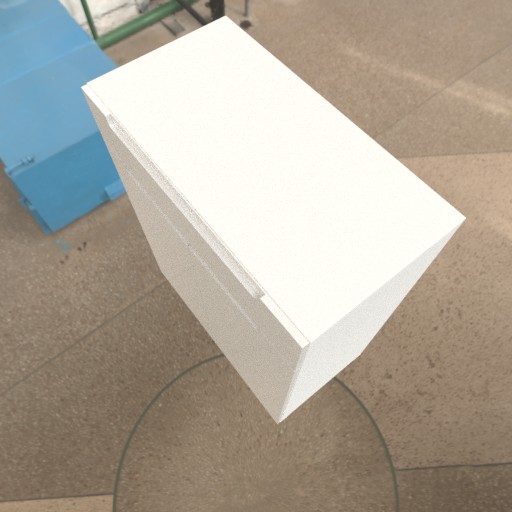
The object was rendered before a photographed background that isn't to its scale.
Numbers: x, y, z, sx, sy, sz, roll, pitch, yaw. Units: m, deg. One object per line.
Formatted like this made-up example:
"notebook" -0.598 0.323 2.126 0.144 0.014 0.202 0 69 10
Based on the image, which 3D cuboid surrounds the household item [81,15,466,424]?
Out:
"household item" 0.000 0.000 1.393 0.420 1.010 0.790 -35 68 -17
